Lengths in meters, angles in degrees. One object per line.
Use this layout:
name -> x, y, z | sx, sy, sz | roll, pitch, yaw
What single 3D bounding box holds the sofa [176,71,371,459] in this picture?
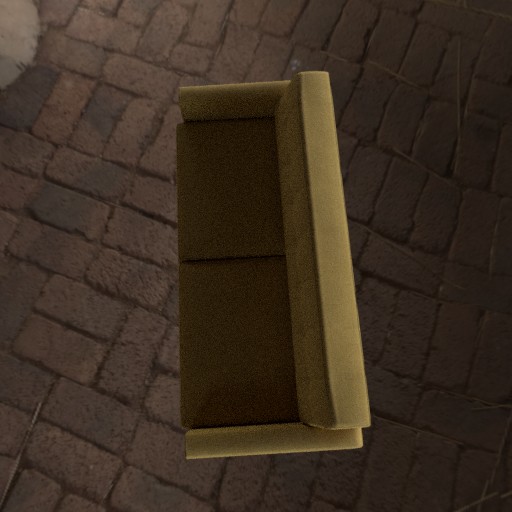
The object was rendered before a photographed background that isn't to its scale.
sofa -> 0.000, 0.000, 2.501 | 0.909, 0.841, 2.029 | -3, 75, -1
